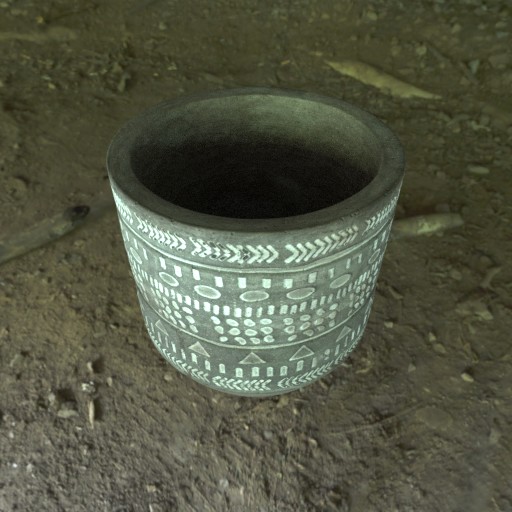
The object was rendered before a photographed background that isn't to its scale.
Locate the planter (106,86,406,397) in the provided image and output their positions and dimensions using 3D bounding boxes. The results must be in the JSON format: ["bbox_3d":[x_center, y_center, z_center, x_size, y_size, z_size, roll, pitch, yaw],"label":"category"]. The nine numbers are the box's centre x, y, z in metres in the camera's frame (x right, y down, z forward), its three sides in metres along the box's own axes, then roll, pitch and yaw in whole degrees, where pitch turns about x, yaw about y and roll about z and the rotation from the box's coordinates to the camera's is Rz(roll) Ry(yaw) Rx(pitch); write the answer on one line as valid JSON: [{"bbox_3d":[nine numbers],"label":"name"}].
[{"bbox_3d":[0.000,0.000,0.263,0.142,0.149,0.142,0,42,0],"label":"planter"}]
